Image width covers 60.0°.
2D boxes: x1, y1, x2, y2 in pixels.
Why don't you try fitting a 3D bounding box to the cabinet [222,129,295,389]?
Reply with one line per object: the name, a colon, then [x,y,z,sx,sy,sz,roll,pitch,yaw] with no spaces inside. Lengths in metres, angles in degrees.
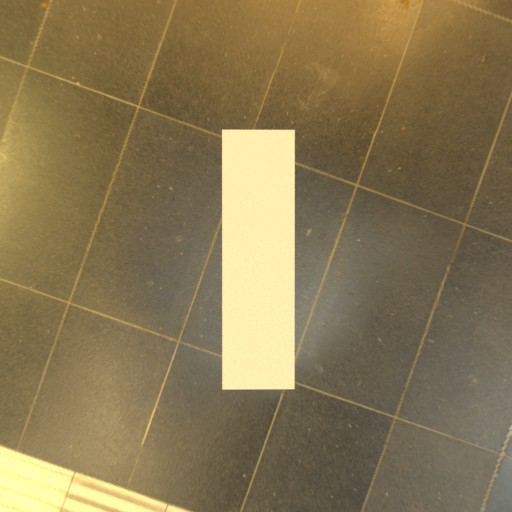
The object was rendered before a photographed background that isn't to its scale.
cabinet: [0.000,0.000,1.981,0.192,1.770,0.643,0,91,-1]
